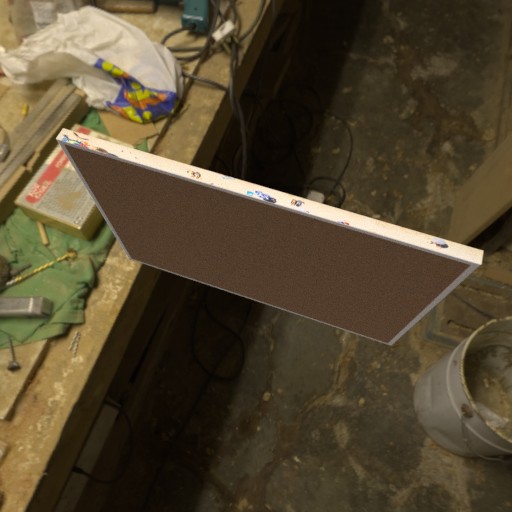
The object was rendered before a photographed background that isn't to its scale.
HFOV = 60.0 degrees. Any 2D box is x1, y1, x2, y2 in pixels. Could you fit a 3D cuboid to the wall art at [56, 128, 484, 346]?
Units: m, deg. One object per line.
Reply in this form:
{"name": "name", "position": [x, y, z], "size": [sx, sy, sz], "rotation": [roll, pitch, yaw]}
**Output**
{"name": "wall art", "position": [0.000, 0.000, 1.473], "size": [1.136, 0.769, 0.040], "rotation": [18, 66, 8]}
